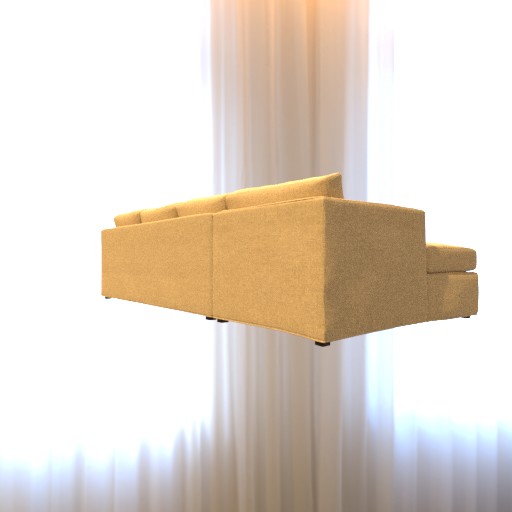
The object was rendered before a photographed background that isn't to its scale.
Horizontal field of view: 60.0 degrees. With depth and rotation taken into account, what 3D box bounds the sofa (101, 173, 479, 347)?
[{"bbox_3d":[0.000,0.000,3.901,1.650,0.922,3.205,0,0,-38],"label":"sofa"}]
